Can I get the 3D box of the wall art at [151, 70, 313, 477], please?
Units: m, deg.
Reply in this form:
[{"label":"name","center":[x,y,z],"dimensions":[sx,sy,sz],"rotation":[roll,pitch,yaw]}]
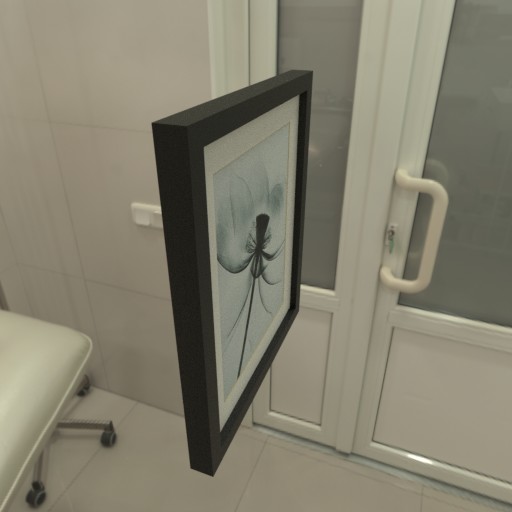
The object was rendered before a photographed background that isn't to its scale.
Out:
[{"label":"wall art","center":[0.000,0.000,0.534],"dimensions":[0.029,0.381,0.330],"rotation":[11,31,19]}]
